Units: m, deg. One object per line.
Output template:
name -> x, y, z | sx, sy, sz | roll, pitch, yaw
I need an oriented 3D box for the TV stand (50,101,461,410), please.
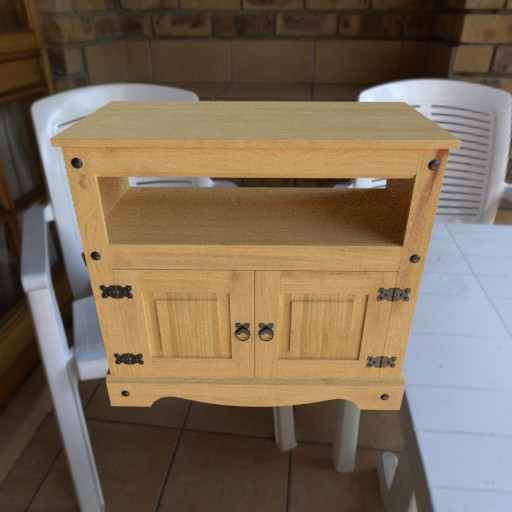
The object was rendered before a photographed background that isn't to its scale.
TV stand -> 0.000, 0.000, 1.292 | 0.851, 0.787, 0.430 | 0, 29, 1
